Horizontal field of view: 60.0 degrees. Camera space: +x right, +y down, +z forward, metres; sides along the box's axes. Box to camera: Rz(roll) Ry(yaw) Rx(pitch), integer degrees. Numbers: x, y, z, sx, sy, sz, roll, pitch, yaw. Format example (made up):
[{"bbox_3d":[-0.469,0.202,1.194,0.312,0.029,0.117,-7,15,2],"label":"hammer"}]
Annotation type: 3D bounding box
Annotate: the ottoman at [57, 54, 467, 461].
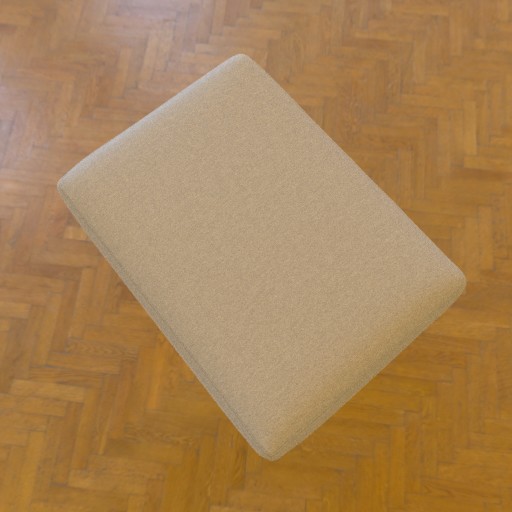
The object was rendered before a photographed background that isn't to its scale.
[{"bbox_3d":[0.000,0.000,1.141,0.574,0.497,0.773,-39,78,-10],"label":"ottoman"}]
